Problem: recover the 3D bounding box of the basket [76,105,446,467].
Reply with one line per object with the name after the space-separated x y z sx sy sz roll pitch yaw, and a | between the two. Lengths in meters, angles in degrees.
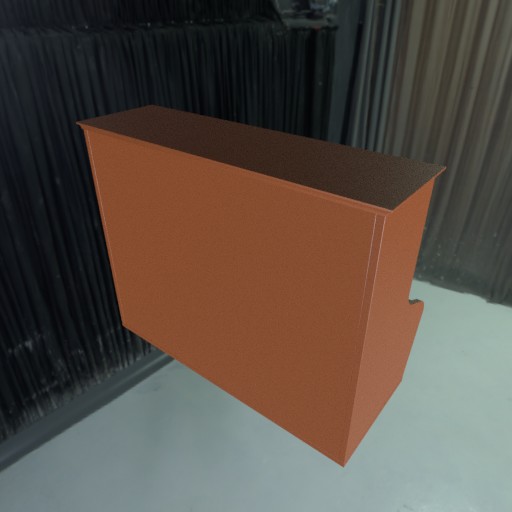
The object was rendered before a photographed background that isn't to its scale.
0.000 0.000 1.130 0.792 0.625 0.376 22 38 32 | basket
